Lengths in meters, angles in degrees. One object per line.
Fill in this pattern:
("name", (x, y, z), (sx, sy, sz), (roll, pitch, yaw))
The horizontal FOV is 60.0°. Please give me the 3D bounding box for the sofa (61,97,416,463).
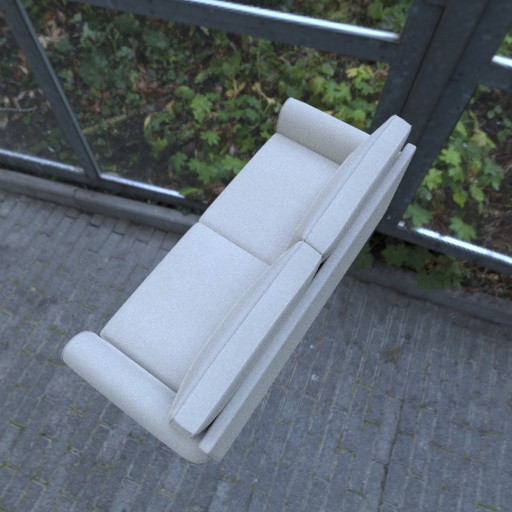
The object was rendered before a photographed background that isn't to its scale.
("sofa", (0.000, 0.000, 2.574), (0.901, 0.962, 2.146), (32, 67, 15))
